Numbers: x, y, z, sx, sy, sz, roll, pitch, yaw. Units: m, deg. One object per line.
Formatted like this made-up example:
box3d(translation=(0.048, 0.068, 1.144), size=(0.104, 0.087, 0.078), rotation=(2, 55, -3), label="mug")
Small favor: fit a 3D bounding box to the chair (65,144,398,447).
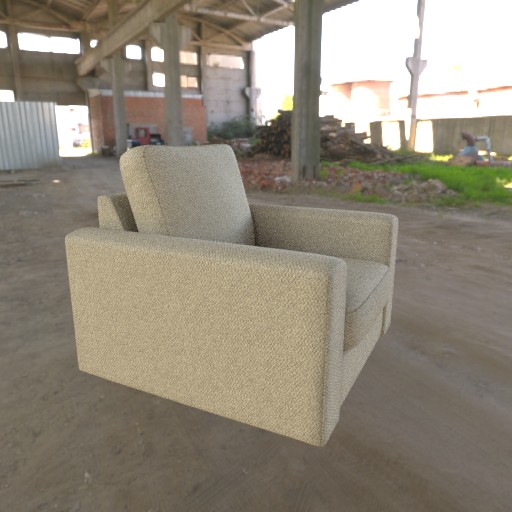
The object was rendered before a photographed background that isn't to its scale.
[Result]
box3d(translation=(0.000, 0.000, 1.794), size=(1.016, 0.873, 1.005), rotation=(7, 16, 26), label="chair")
